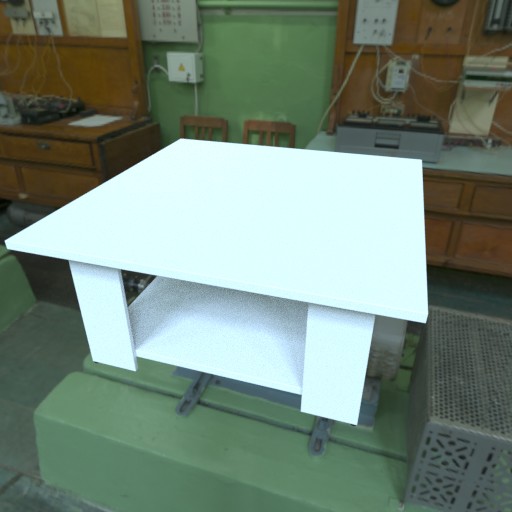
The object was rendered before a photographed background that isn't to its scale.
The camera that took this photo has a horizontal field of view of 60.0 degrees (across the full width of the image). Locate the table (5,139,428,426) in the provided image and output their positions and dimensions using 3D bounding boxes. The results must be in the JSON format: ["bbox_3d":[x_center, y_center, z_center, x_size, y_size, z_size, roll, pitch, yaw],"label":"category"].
[{"bbox_3d":[0.000,0.000,1.007,0.670,0.305,0.670,9,31,15],"label":"table"}]
